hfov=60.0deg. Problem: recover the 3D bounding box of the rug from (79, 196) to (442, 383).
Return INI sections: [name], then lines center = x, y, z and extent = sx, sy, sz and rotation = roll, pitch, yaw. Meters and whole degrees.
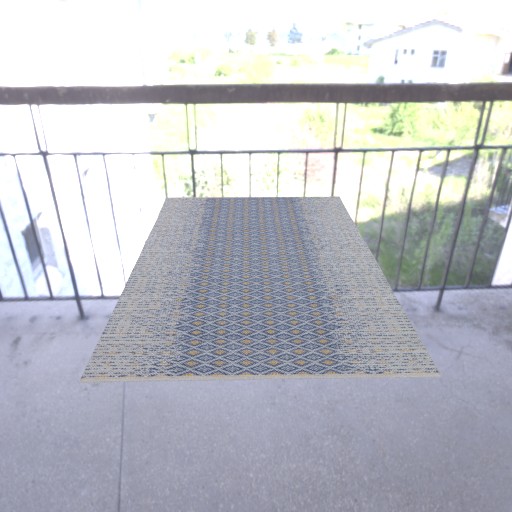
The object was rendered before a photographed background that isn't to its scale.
[rug]
center = 0.000, 0.000, 2.300
extent = 1.219, 0.005, 1.828
rotation = -1, 27, -1
